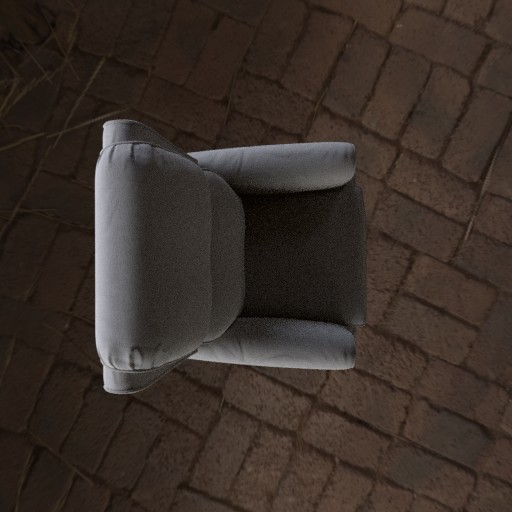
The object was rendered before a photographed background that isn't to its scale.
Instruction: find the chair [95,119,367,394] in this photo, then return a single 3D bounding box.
[{"bbox_3d":[0.000,0.000,1.718,0.919,1.046,0.859,0,90,0],"label":"chair"}]
